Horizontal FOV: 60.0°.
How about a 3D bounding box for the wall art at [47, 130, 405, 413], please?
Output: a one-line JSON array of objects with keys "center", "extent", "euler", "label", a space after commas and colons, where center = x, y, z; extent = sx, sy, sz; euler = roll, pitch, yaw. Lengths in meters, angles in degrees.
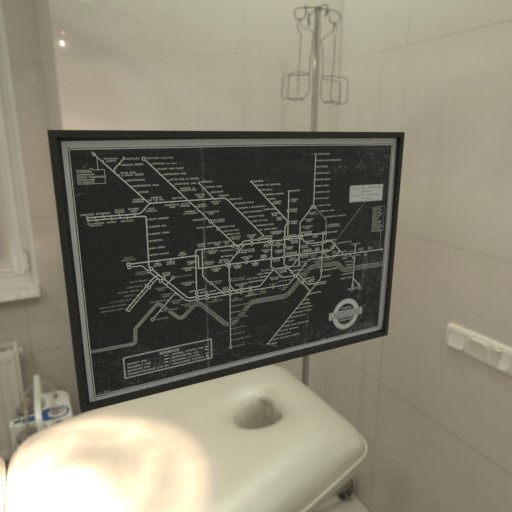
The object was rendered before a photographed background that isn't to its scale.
[{"center": [0.000, 0.000, 0.556], "extent": [0.443, 0.301, 0.021], "euler": [-7, 17, -26], "label": "wall art"}]
